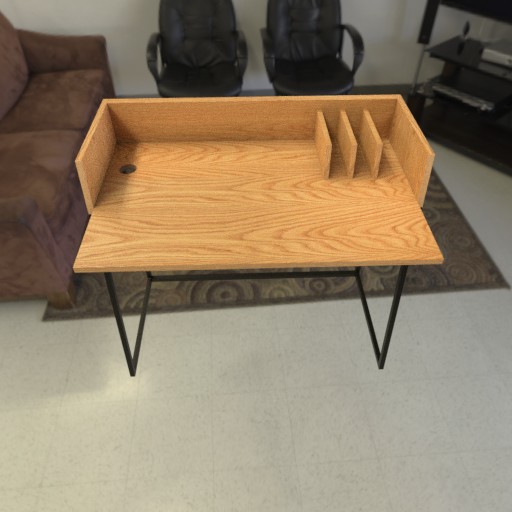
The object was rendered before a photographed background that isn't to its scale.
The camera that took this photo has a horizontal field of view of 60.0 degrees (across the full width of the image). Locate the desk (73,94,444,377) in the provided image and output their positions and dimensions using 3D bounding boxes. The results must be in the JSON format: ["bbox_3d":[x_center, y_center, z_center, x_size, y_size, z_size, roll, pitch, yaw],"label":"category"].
[{"bbox_3d":[0.000,0.000,1.890,1.191,1.061,0.769,-1,45,-1],"label":"desk"}]
